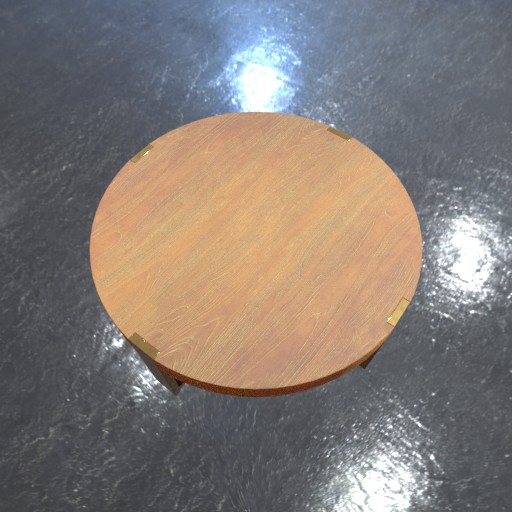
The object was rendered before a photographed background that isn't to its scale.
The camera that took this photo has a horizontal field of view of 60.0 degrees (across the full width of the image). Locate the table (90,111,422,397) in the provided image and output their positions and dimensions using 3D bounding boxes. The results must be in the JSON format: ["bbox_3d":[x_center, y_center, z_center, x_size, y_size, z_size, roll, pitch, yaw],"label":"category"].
[{"bbox_3d":[0.000,0.000,1.676,1.100,0.420,1.100,0,59,0],"label":"table"}]
